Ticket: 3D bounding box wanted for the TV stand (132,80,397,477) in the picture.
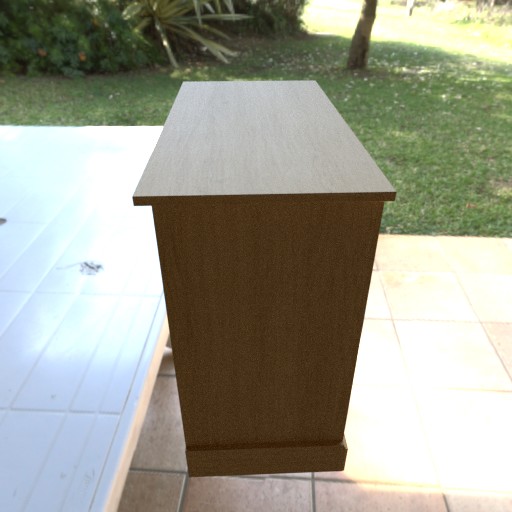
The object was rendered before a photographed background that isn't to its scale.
[{"bbox_3d":[0.000,0.000,1.281,0.430,0.787,0.851,-1,33,-2],"label":"TV stand"}]
